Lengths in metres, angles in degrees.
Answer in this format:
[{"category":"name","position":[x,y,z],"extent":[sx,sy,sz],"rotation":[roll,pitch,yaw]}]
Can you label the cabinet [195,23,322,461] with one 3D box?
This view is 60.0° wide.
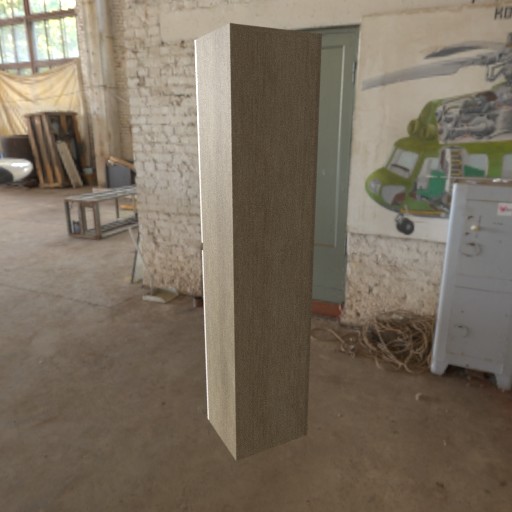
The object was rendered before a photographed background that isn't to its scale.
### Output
[{"category":"cabinet","position":[0.000,0.000,1.555],"extent":[0.300,1.400,0.270],"rotation":[-8,18,-27]}]
